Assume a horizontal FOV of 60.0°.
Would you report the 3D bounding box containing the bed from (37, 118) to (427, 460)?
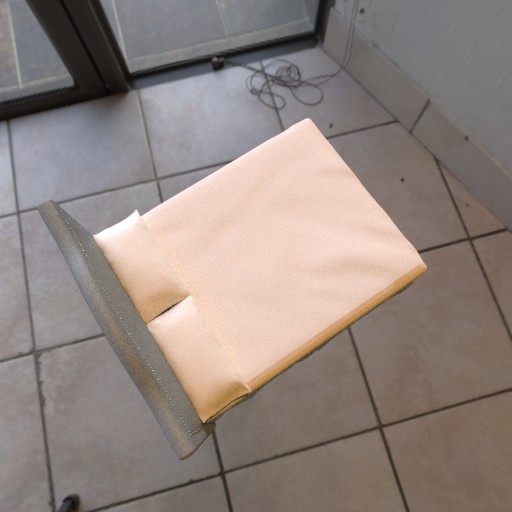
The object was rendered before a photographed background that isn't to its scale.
[{"bbox_3d":[0.000,0.000,3.305,2.143,1.460,1.753,-33,77,-9],"label":"bed"}]
